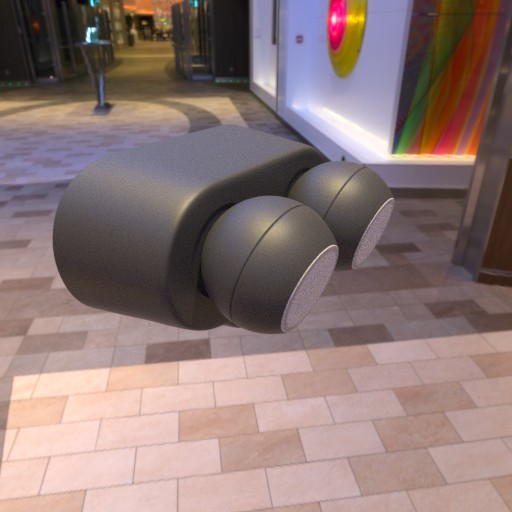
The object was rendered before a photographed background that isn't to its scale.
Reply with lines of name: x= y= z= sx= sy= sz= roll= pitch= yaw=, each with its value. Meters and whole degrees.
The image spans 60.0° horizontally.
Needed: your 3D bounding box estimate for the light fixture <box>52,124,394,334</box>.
light fixture: x=0.000 y=0.000 z=0.336 sx=0.159 sy=0.159 sz=0.229 roll=18 pitch=32 yaw=31
